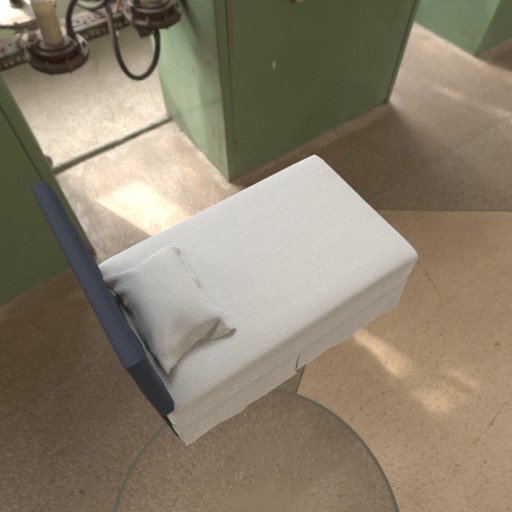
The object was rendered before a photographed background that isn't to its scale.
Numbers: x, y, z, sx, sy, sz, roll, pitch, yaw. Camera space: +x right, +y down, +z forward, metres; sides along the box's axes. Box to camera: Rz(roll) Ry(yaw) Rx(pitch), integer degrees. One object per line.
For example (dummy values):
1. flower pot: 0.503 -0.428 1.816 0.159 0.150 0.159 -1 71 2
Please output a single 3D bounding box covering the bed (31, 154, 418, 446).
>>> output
1. bed: 0.000 0.000 2.910 1.997 1.571 1.261 -30 62 -17
